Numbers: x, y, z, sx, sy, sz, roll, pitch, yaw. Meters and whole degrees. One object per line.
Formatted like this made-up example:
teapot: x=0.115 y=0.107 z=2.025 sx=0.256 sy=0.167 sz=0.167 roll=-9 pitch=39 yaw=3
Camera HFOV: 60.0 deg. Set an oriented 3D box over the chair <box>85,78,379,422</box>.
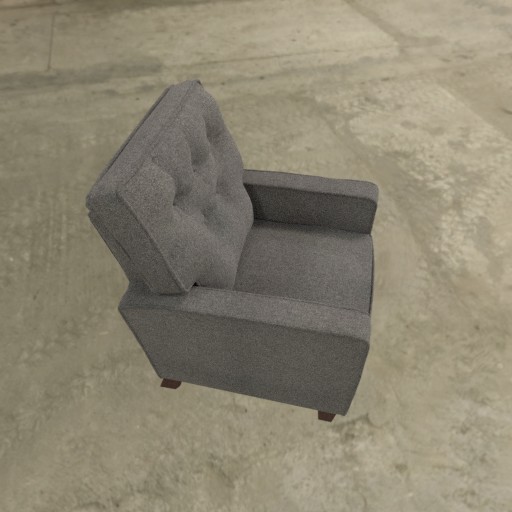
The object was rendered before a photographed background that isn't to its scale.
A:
chair: x=0.000 y=0.000 z=1.423 sx=0.775 sy=0.889 sz=0.650 roll=9 pitch=47 yaw=9
